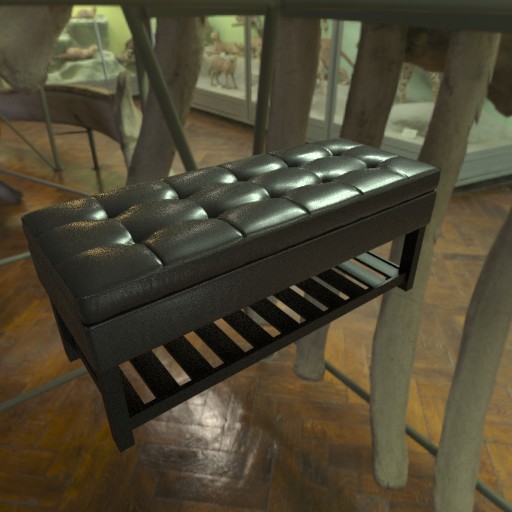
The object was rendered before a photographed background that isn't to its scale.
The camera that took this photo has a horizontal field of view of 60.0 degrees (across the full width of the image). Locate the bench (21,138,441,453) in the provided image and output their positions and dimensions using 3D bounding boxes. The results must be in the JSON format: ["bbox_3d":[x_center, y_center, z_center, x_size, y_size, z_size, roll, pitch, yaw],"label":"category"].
[{"bbox_3d":[0.000,0.000,1.301,1.105,0.460,0.432,-21,37,-31],"label":"bench"}]
